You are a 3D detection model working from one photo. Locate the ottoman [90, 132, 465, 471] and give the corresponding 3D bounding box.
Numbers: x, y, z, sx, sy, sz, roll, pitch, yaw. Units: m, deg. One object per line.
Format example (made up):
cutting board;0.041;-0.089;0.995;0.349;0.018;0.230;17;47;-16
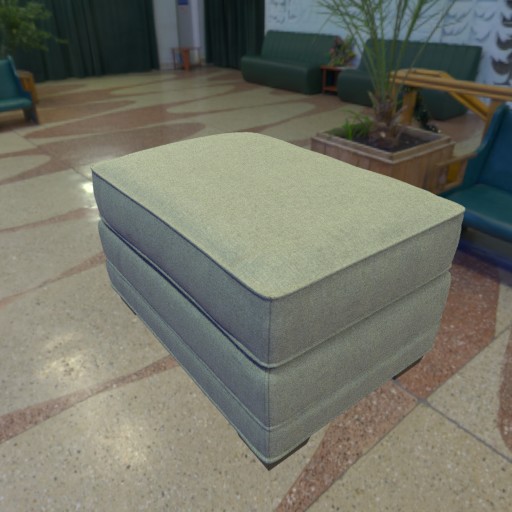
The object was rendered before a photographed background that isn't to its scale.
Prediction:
ottoman;0.000;0.000;1.221;0.611;0.508;0.848;-21;36;-32
